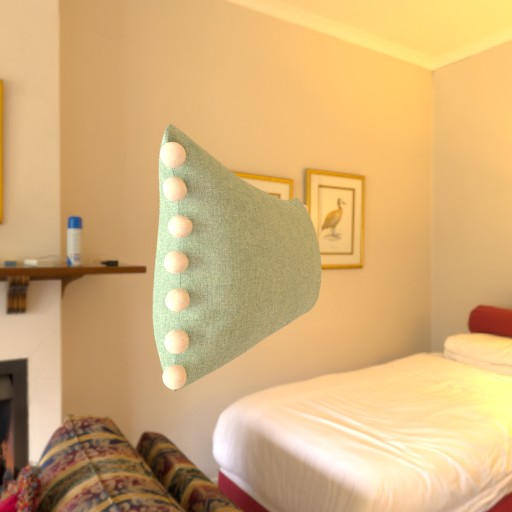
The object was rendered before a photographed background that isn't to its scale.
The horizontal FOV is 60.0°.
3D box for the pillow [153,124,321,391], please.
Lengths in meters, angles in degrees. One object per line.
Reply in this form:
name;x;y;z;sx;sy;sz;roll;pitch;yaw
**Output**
pillow;0.000;0.000;0.837;0.201;0.322;0.709;0;1;19
